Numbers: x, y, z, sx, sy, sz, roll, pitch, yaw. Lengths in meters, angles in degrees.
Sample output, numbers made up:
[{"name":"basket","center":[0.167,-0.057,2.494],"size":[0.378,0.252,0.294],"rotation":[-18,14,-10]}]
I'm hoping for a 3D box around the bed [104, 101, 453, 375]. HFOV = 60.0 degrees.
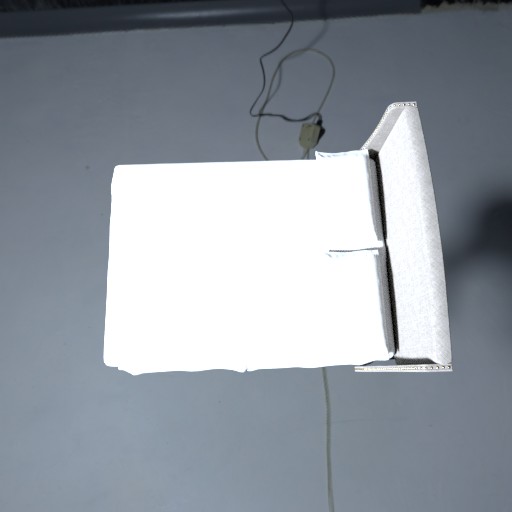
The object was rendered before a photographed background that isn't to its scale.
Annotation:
[{"name":"bed","center":[0.000,0.000,3.283],"size":[2.237,1.407,1.710],"rotation":[-2,76,0]}]
